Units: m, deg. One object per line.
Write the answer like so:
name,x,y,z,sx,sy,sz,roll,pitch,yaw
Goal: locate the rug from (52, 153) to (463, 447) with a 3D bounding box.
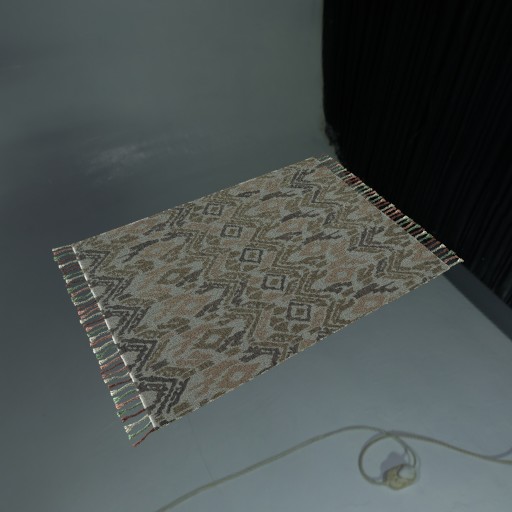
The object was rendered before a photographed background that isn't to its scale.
rug,0.000,0.000,2.337,1.829,0.008,1.219,-24,51,-21
